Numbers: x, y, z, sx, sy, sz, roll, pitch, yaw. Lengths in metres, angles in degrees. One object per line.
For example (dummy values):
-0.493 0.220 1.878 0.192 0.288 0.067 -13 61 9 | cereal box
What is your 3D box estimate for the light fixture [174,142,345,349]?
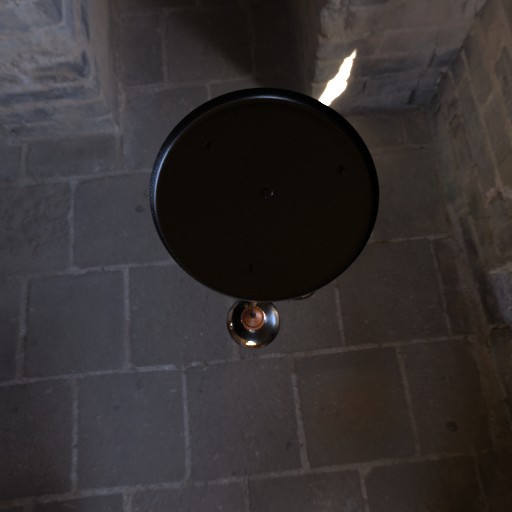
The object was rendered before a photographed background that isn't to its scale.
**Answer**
0.000 0.000 1.760 0.605 1.410 0.608 36 78 9 | light fixture
